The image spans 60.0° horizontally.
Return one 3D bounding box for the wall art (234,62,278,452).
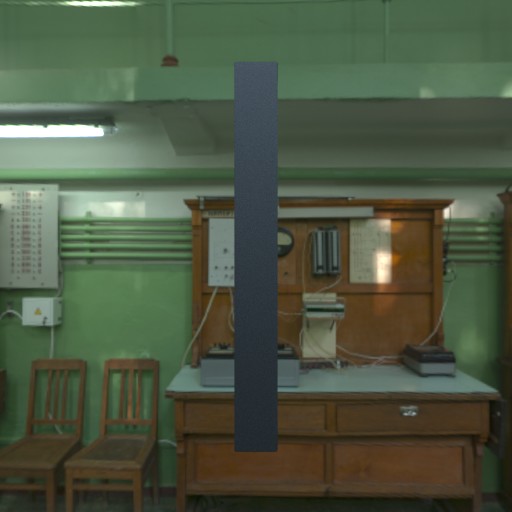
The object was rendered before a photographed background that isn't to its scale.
[{"bbox_3d":[0.000,0.000,0.853,0.051,0.456,0.671,0,0,0],"label":"wall art"}]
